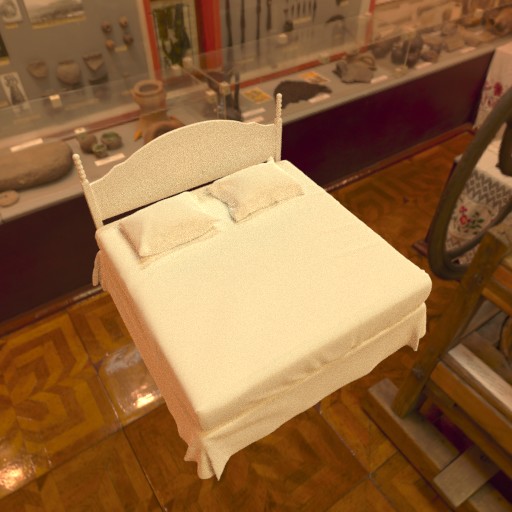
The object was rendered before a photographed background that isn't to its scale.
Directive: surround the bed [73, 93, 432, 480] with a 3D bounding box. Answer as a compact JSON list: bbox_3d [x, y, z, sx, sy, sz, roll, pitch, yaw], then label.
[{"bbox_3d":[0.000,0.000,3.534,2.322,1.355,2.219,-24,50,-22],"label":"bed"}]
